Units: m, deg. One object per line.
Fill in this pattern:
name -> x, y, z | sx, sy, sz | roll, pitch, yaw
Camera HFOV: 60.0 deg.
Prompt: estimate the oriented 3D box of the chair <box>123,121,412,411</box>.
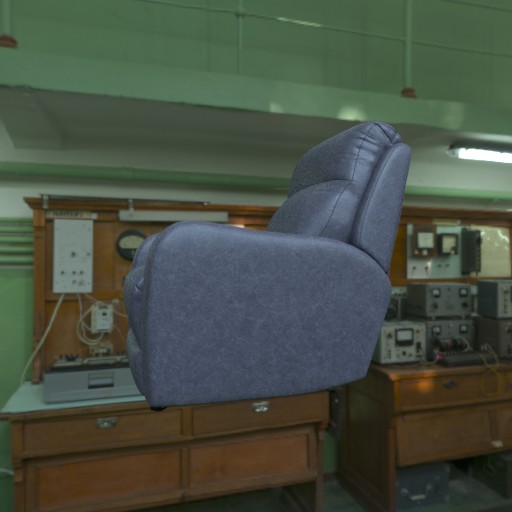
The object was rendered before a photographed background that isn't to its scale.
chair -> 0.000, 0.000, 1.874 | 1.067, 1.067, 0.865 | 0, 0, -18
